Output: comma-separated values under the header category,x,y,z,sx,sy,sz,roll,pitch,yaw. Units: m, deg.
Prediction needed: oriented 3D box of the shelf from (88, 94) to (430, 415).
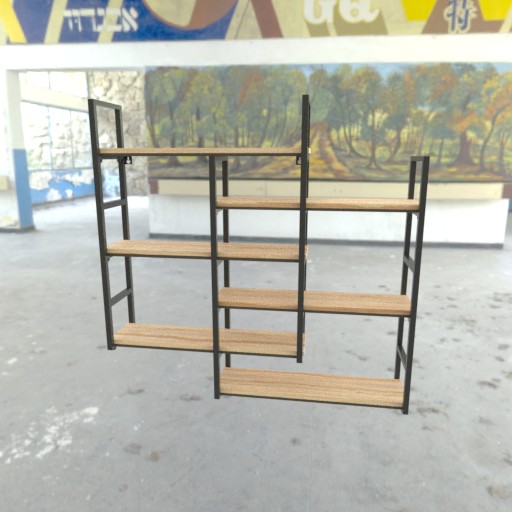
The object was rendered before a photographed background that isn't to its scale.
category,x,y,z,sx,sy,sz,roll,pitch,yaw
shelf,0.000,0.000,1.376,0.946,0.921,0.183,2,13,8
